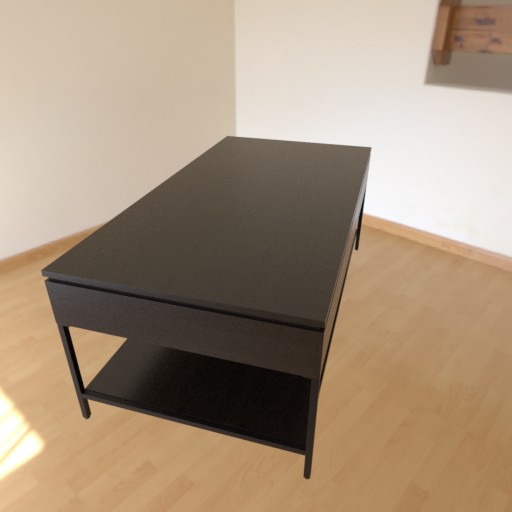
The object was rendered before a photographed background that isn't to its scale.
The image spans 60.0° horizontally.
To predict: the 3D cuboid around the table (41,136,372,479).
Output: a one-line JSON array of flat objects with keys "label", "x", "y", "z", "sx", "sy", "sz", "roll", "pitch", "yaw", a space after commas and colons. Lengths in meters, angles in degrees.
[{"label": "table", "x": 0.000, "y": 0.000, "z": 1.382, "sx": 0.574, "sy": 0.435, "sz": 1.095, "roll": 8, "pitch": 31, "yaw": 15}]
